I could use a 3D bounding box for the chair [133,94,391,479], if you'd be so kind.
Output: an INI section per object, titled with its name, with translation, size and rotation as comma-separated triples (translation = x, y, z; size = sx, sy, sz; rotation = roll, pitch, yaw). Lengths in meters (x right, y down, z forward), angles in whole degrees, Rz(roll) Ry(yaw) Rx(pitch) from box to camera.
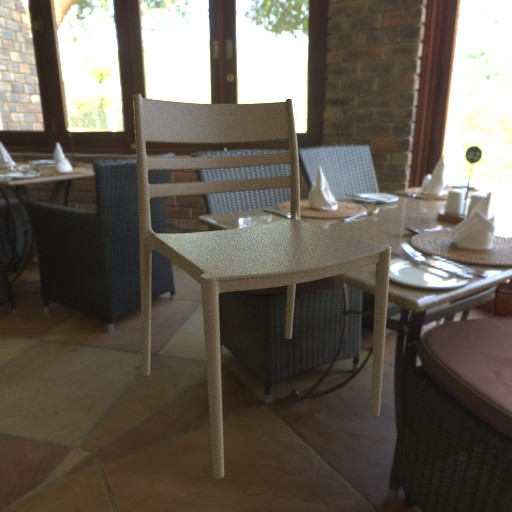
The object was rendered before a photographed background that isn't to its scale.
[chair]
translation = 0.000, 0.000, 1.149
size = 0.531, 0.800, 0.511
rotation = -9, 19, -27
